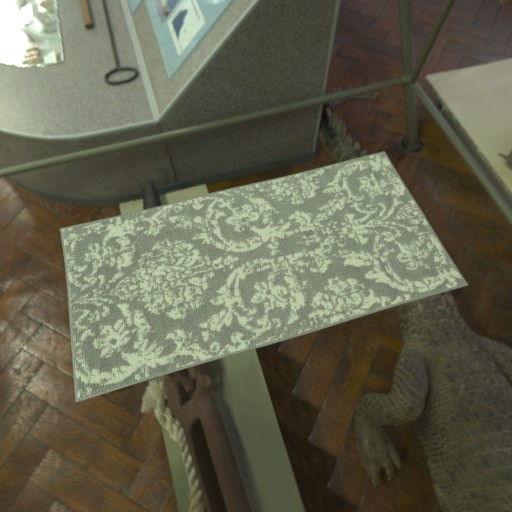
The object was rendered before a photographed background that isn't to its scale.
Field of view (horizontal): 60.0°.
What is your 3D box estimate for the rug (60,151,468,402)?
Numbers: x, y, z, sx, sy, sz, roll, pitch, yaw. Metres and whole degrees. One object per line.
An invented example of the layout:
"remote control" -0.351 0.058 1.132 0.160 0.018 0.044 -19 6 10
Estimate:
"rug" 0.000 0.000 1.455 1.219 0.007 0.604 -15 60 -9
